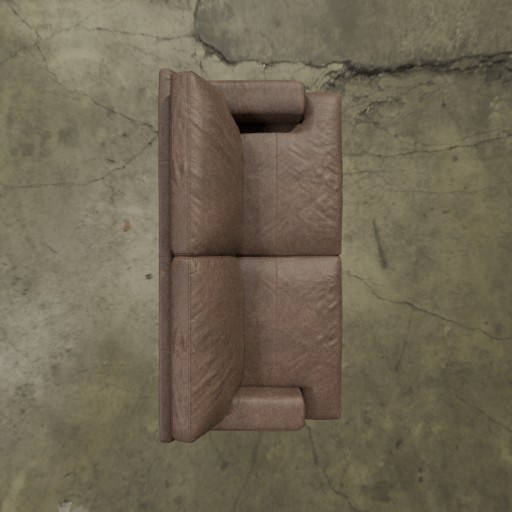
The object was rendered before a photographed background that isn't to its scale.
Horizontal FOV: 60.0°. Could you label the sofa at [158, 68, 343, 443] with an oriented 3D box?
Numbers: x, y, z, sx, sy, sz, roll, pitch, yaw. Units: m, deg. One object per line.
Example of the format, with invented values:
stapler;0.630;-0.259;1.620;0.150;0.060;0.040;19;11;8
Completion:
sofa;0.000;0.000;2.860;1.143;0.941;2.261;0;90;0
